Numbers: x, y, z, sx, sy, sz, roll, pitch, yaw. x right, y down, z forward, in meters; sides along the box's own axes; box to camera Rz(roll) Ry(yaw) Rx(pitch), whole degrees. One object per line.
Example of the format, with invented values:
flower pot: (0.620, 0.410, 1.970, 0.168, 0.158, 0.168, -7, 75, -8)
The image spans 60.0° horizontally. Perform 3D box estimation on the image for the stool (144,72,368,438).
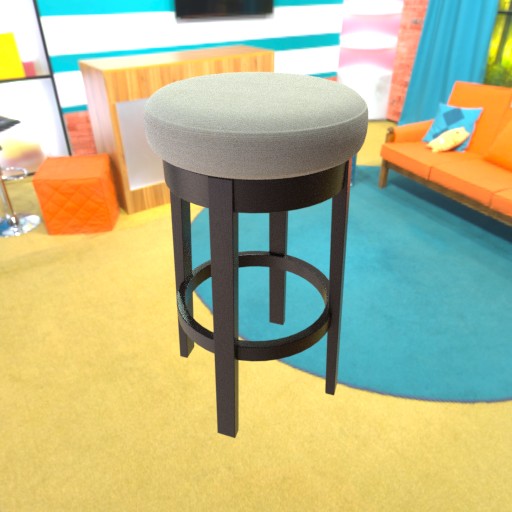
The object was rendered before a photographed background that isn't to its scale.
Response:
stool: (0.000, 0.000, 1.036, 0.446, 0.758, 0.446, 0, 32, 0)
